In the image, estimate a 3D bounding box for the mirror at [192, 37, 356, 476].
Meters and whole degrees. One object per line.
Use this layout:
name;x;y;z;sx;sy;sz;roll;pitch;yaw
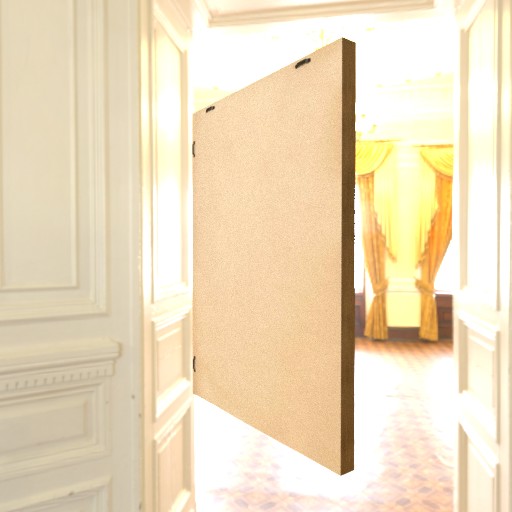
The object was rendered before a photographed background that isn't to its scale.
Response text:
mirror;0.000;0.000;0.929;0.039;0.711;0.508;-1;1;-36
